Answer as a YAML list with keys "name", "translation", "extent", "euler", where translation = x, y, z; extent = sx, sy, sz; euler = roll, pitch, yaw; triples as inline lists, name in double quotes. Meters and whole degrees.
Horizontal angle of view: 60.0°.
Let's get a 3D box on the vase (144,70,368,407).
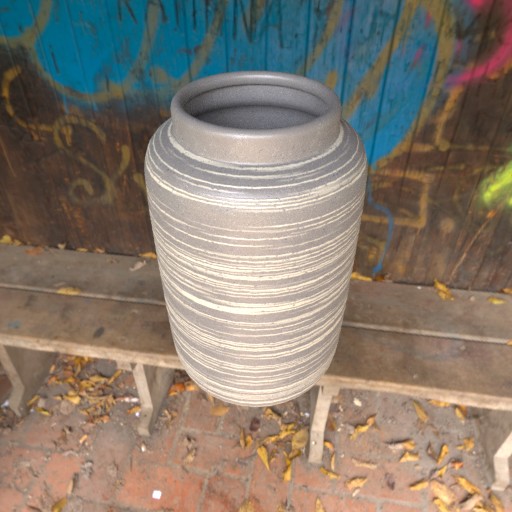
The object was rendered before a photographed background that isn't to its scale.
- name: "vase"
  translation: [0.000, 0.000, 0.691]
  extent: [0.297, 0.499, 0.297]
  euler: [0, 40, 0]
